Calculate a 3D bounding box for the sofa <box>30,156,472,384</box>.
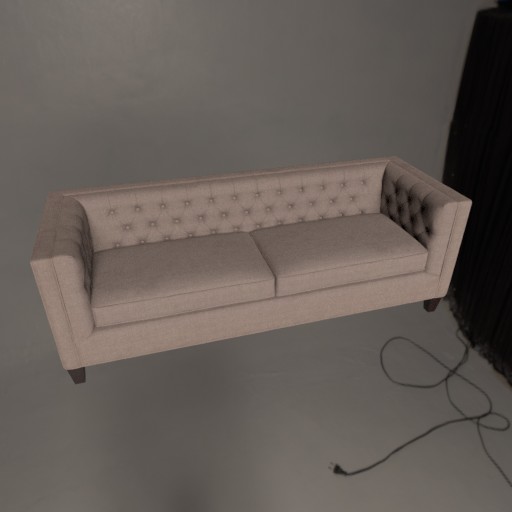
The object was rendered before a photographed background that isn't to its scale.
[{"bbox_3d":[0.000,0.000,2.579,2.159,0.762,0.775,-9,32,-14],"label":"sofa"}]
